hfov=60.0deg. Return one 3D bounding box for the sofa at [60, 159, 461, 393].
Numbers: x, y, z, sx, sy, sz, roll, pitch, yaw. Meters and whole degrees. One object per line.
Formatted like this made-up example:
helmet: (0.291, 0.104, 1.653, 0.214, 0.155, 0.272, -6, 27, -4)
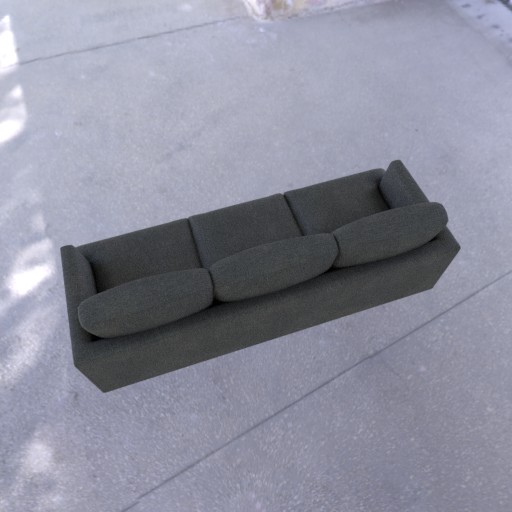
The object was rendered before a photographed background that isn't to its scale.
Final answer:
sofa: (0.000, 0.000, 2.780, 2.246, 0.930, 0.903, -16, 59, -10)
